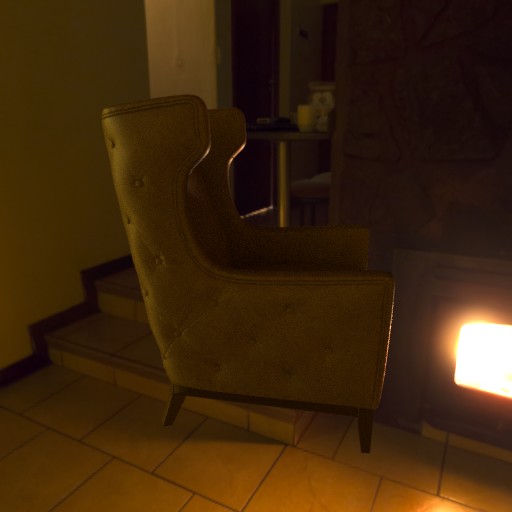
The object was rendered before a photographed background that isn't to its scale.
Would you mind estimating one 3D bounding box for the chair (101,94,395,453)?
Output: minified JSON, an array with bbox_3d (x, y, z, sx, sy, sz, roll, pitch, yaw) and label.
[{"bbox_3d":[0.000,0.000,1.639,0.899,1.079,0.769,2,16,8],"label":"chair"}]
